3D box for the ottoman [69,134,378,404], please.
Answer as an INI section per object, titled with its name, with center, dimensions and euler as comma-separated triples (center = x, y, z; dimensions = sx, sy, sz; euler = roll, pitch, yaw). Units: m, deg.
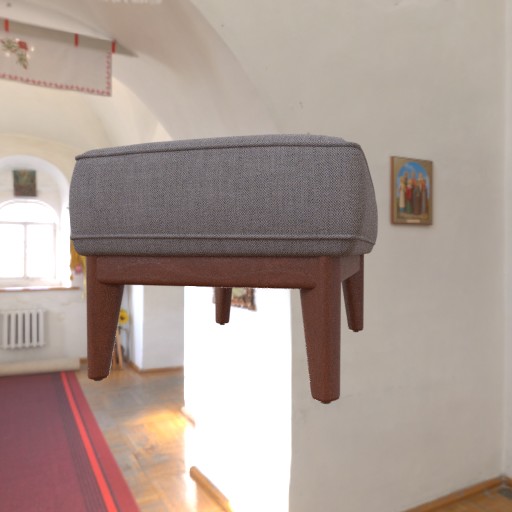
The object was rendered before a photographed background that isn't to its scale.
[ottoman]
center = 0.000, 0.000, 1.072
dimensions = 0.555, 0.458, 0.750
euler = 0, 1, 17
